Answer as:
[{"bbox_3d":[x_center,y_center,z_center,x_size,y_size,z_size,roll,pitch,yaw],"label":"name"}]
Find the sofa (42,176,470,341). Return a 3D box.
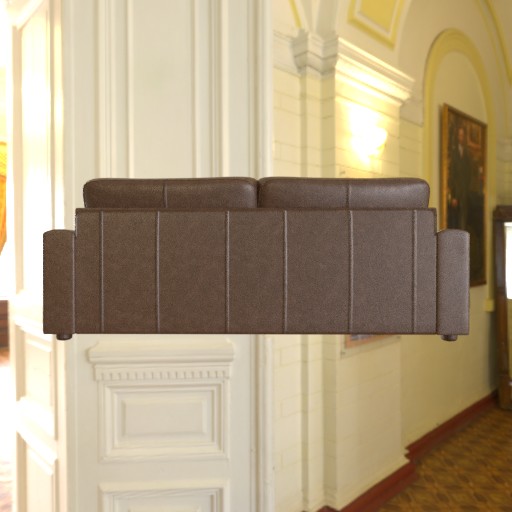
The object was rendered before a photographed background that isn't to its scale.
[{"bbox_3d":[0.000,0.000,2.751,2.179,0.873,1.016,0,1,1],"label":"sofa"}]
